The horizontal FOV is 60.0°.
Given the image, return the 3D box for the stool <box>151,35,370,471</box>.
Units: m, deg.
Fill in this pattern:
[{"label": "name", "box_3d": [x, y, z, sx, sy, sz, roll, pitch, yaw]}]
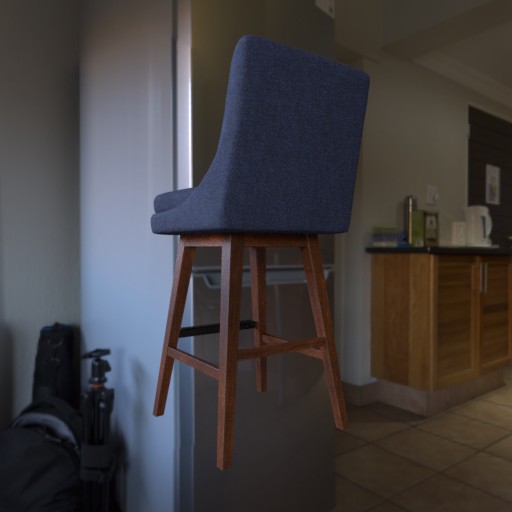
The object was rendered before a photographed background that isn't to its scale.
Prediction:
[{"label": "stool", "box_3d": [0.000, 0.000, 1.386, 0.489, 1.068, 0.572, -1, 2, -35]}]
